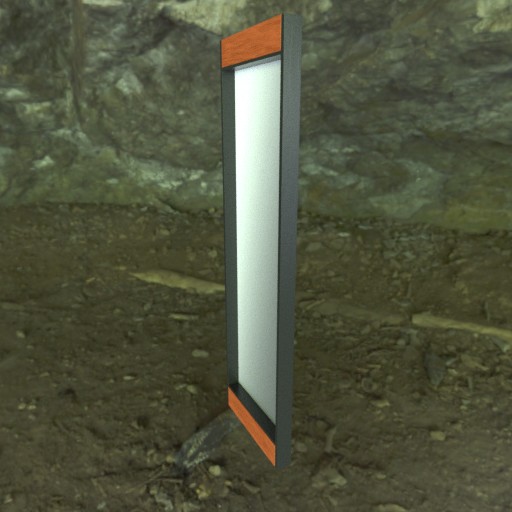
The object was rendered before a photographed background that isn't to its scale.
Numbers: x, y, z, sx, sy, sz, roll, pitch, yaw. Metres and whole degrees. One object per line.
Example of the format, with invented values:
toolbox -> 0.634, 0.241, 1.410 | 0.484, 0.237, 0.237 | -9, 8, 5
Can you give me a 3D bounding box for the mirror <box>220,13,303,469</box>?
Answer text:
mirror -> 0.000, 0.000, 1.212 | 0.047, 1.123, 0.343 | -8, 18, -26
